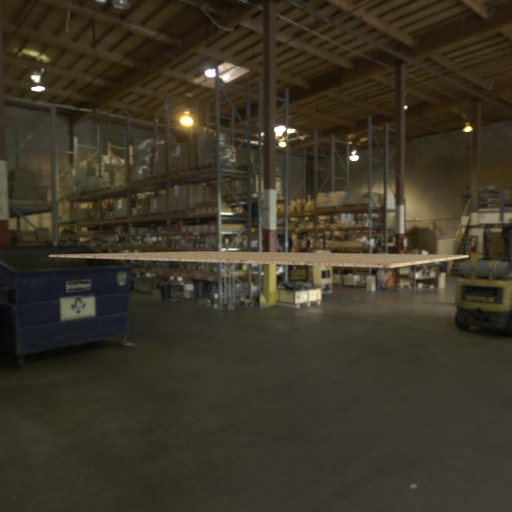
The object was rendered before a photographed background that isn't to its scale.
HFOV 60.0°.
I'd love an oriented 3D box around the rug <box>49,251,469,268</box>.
[{"bbox_3d":[0.000,0.000,2.905,2.292,0.014,1.528,1,2,35],"label":"rug"}]
